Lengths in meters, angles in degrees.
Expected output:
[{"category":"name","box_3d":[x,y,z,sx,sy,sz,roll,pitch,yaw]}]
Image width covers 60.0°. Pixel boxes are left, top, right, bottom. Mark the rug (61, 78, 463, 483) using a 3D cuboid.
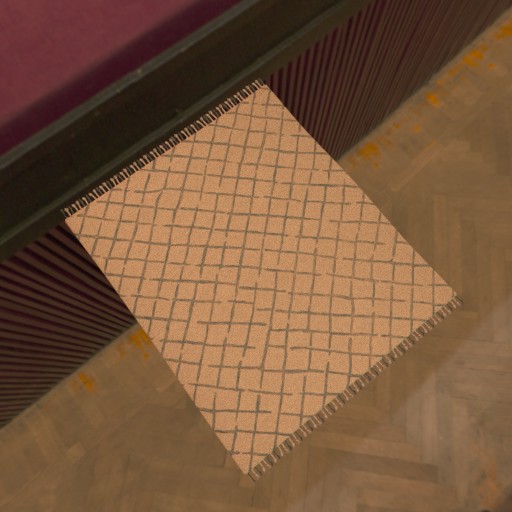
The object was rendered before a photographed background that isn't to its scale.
[{"category":"rug","box_3d":[0.000,0.000,4.889,2.892,0.036,3.585,-37,78,-9]}]
